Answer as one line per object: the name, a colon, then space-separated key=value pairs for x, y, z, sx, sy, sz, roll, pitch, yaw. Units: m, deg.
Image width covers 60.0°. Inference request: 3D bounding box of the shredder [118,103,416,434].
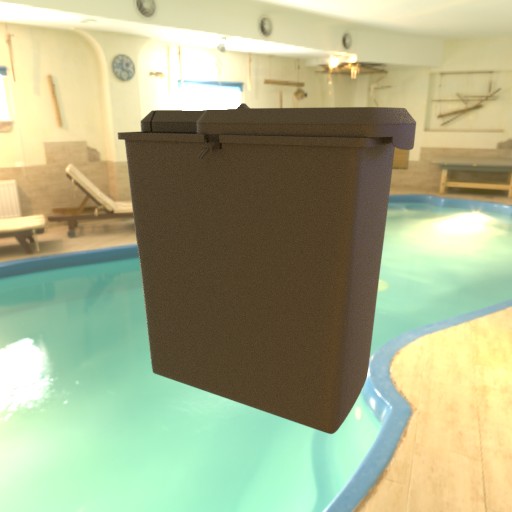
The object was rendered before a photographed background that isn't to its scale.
shredder: x=0.000 y=0.000 z=0.517 sx=0.320 sy=0.335 sz=0.170 roll=9 pitch=20 yaw=27
